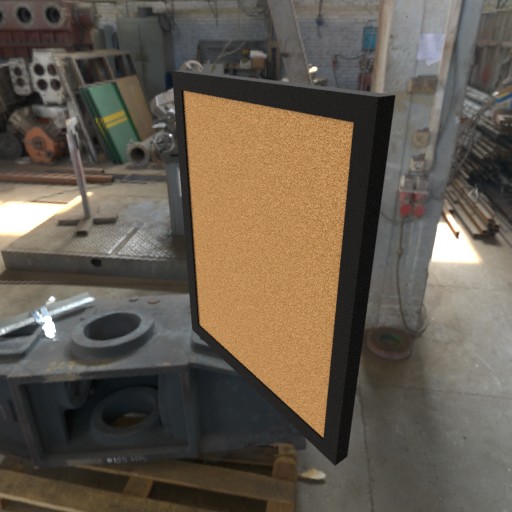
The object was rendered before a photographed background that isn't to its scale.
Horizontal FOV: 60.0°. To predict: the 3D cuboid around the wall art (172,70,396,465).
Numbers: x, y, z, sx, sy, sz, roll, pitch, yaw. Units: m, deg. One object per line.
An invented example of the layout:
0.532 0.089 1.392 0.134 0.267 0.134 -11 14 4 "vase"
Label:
0.000 0.000 0.754 0.029 0.559 0.457 -19 32 -33 "wall art"
